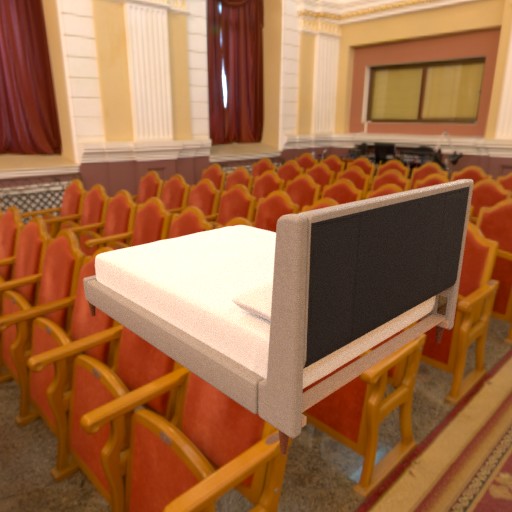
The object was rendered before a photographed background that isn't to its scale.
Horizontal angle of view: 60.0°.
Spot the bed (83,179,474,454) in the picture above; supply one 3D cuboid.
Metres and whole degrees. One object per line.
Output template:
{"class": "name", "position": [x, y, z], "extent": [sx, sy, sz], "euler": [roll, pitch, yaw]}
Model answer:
{"class": "bed", "position": [0.000, 0.000, 3.157], "extent": [1.656, 1.147, 2.232], "euler": [-15, 23, -41]}
